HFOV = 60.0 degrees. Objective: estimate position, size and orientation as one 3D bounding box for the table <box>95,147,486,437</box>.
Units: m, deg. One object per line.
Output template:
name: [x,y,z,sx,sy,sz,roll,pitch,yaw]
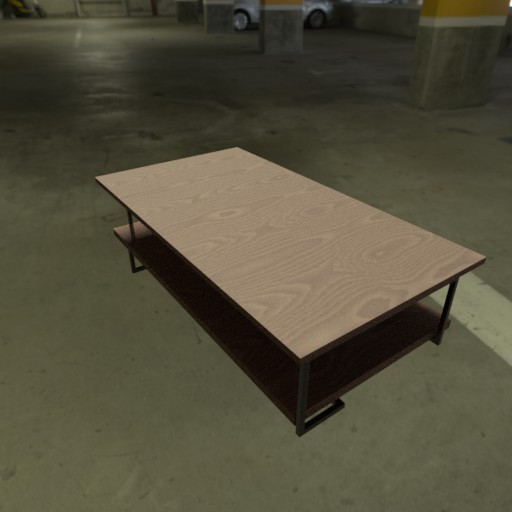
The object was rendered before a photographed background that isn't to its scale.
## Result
table: [0.000,0.000,1.521,0.651,0.347,1.197,-20,36,-30]
